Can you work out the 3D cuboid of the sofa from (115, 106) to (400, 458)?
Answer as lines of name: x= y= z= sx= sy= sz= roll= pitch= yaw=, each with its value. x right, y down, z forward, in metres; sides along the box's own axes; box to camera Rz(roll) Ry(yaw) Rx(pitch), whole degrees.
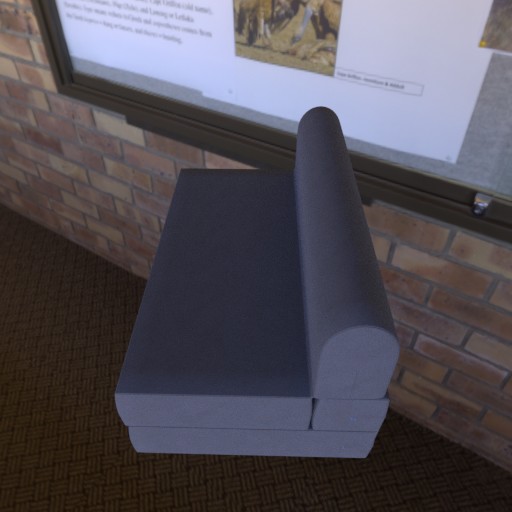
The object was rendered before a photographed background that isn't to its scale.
sofa: x=0.000 y=0.000 z=1.661 sx=0.762 sy=0.660 sz=1.219 roll=1 pitch=41 yaw=1
